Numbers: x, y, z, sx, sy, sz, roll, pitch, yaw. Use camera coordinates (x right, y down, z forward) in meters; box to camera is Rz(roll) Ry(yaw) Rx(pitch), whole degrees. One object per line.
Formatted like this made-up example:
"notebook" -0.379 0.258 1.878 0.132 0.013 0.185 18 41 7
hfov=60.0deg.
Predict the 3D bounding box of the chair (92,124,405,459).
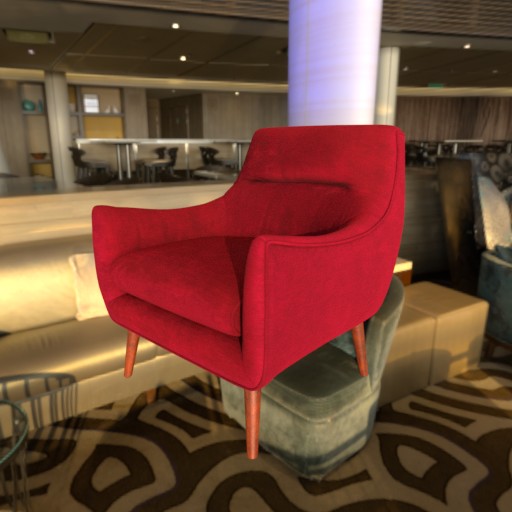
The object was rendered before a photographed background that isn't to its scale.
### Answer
"chair" 0.000 0.000 1.454 0.762 0.838 0.787 13 19 41
